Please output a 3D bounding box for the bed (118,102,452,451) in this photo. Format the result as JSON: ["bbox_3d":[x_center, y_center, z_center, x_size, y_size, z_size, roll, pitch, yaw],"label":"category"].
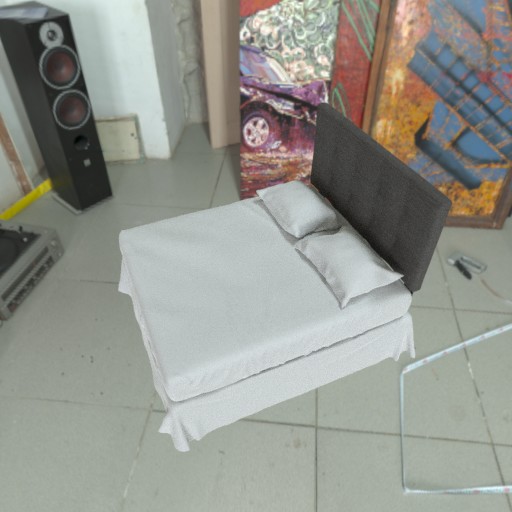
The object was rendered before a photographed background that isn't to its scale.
[{"bbox_3d":[0.000,0.000,3.596,2.222,1.577,1.936,-17,46,-17],"label":"bed"}]
